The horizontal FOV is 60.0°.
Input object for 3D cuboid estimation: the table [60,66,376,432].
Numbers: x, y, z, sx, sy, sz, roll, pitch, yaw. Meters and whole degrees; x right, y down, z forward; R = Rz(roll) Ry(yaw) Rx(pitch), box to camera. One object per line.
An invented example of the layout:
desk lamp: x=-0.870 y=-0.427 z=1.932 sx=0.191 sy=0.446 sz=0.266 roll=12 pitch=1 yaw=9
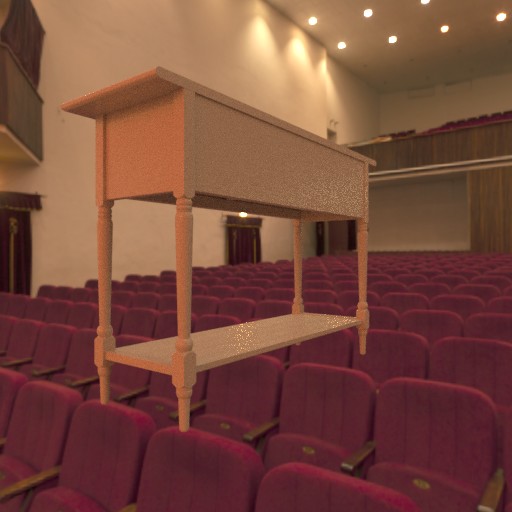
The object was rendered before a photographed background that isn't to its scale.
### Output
table: x=0.000 y=0.000 z=1.527 sx=0.384 sy=0.808 sz=1.197 roll=0 pitch=0 yaw=37
